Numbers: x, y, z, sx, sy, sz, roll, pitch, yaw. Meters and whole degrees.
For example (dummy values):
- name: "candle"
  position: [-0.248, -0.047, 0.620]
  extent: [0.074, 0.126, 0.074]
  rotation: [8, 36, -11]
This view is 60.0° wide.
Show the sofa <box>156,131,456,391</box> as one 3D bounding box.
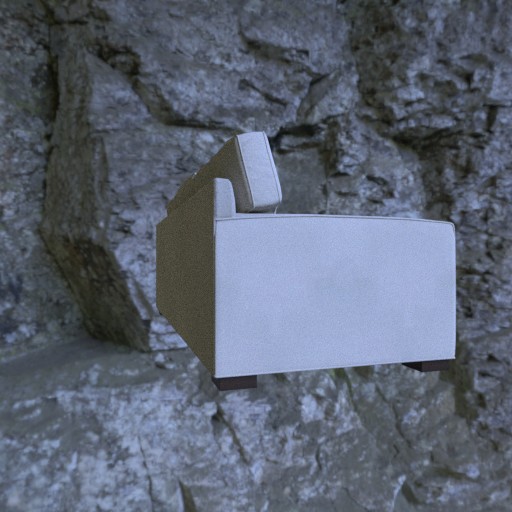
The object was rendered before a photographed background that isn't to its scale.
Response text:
- name: "sofa"
  position: [0.000, 0.000, 2.515]
  extent: [0.935, 0.862, 2.088]
  rotation: [0, 0, -18]
